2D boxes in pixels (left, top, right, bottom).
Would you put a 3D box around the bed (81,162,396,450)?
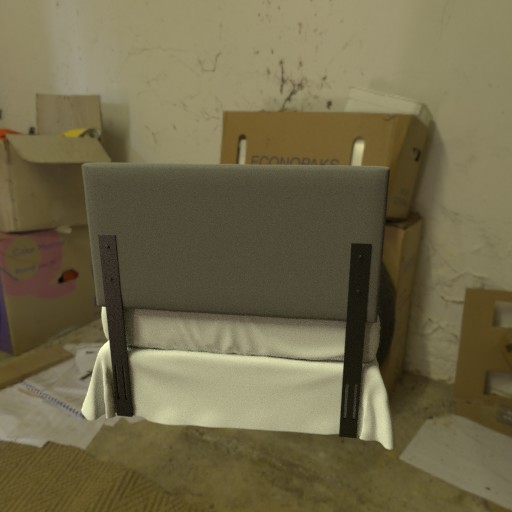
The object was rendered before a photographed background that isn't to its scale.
[{"bbox_3d":[0.000,0.000,3.462,1.936,1.577,2.222,2,17,8],"label":"bed"}]
